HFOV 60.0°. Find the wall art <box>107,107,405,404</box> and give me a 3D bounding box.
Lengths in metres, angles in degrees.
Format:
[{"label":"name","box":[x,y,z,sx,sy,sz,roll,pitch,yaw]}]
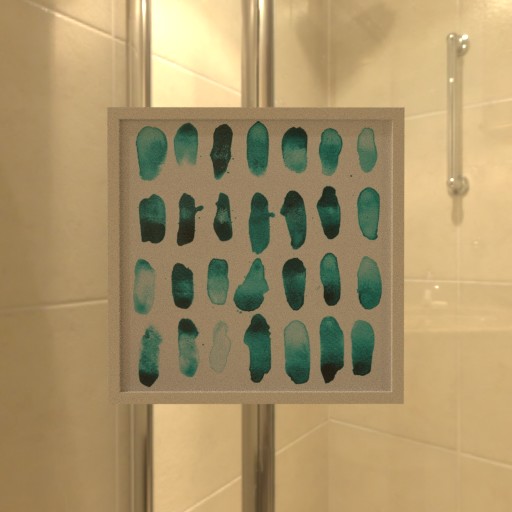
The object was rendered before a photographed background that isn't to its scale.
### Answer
[{"label":"wall art","box":[0.000,0.000,0.686,0.456,0.457,0.009,0,0,0]}]
